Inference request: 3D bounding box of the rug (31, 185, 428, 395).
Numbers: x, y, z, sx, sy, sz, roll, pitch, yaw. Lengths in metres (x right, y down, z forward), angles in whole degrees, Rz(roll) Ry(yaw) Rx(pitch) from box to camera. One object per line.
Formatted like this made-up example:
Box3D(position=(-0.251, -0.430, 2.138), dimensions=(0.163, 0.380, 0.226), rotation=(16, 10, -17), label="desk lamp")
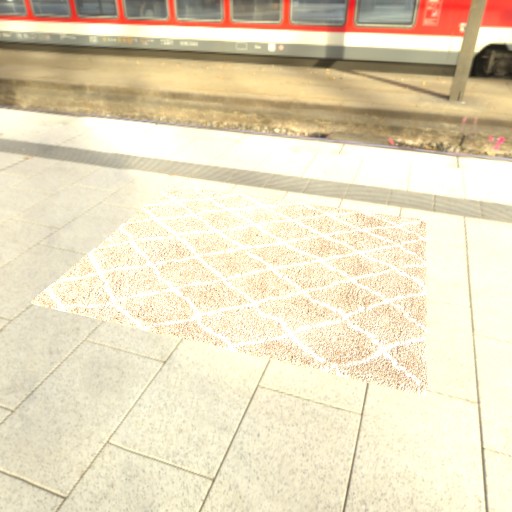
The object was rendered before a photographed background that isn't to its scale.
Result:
Box3D(position=(0.000, 0.000, 4.152), dimensions=(3.047, 0.029, 2.438), rotation=(10, 34, 15), label="rug")
